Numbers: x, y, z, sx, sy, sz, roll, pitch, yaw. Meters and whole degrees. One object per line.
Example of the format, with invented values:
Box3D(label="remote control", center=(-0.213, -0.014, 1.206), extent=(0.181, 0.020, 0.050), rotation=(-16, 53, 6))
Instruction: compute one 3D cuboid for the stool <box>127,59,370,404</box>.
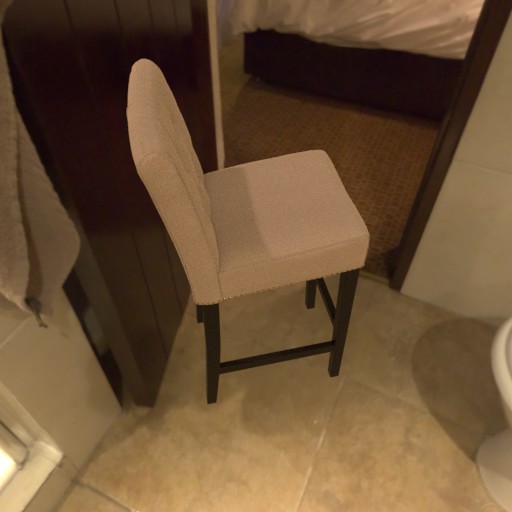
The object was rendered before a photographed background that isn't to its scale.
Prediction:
Box3D(label="stool", center=(0.000, 0.000, 1.316), extent=(0.548, 1.047, 0.411), rotation=(-9, 48, -8))
